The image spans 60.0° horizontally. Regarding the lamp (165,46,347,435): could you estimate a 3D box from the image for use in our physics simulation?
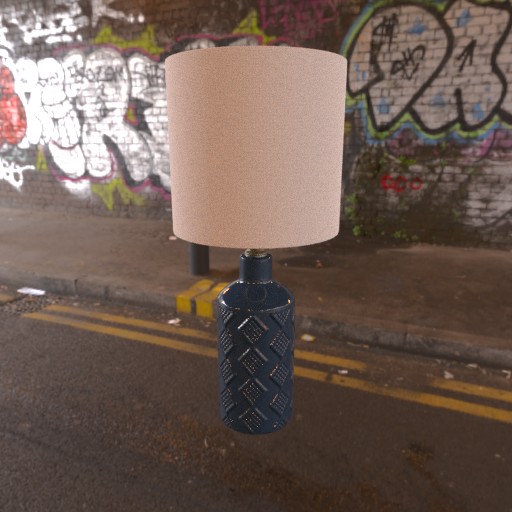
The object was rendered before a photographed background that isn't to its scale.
[{"bbox_3d":[0.000,0.000,0.572,0.207,0.461,0.207,-7,17,-25],"label":"lamp"}]
